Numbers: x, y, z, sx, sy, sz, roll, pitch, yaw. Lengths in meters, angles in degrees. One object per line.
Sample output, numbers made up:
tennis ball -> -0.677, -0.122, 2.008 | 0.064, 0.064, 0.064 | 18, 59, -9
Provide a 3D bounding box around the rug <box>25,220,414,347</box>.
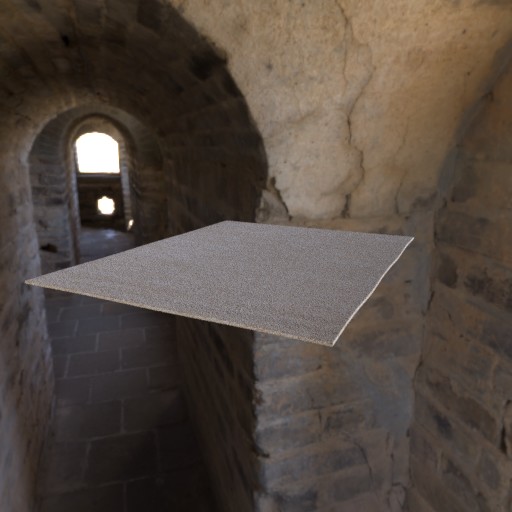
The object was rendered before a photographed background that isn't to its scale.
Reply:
rug -> 0.000, 0.000, 4.123 | 2.400, 0.026, 3.000 | 7, 16, 26
